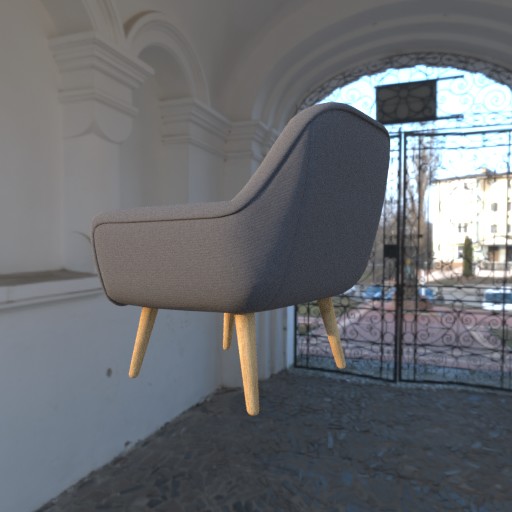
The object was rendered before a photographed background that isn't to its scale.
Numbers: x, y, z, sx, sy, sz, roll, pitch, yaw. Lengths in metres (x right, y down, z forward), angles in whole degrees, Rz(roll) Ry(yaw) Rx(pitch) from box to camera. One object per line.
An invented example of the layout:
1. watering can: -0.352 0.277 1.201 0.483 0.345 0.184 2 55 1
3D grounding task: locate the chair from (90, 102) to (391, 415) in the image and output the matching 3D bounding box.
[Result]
1. chair: 0.000 0.000 1.450 0.779 0.800 0.770 1 2 36
